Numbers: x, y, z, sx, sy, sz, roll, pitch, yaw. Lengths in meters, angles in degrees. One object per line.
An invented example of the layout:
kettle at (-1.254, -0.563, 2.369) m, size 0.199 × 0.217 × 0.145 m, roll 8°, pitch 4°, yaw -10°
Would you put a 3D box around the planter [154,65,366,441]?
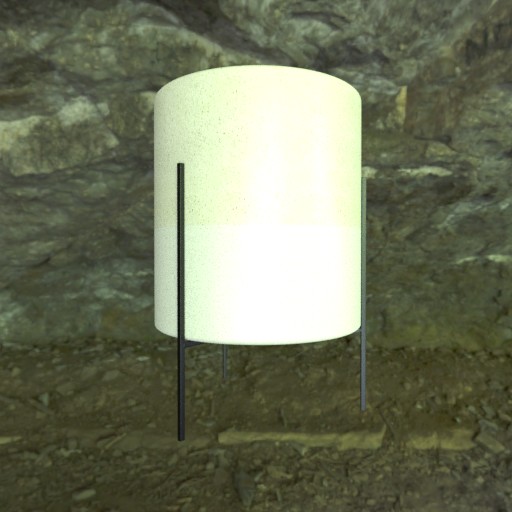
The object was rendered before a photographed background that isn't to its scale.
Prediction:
planter at (0.000, 0.000, 0.711) m, size 0.324 × 0.483 × 0.333 m, roll 1°, pitch 1°, yaw 37°
